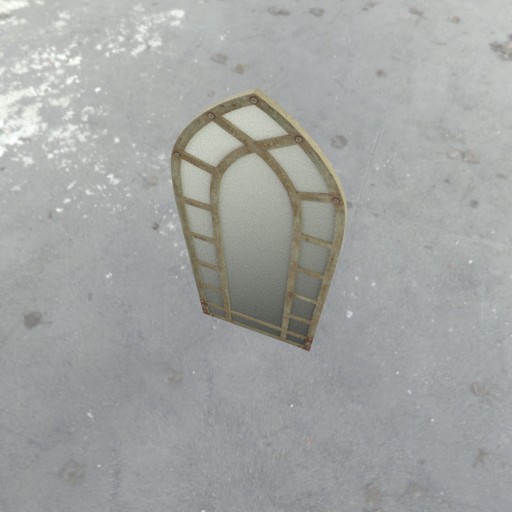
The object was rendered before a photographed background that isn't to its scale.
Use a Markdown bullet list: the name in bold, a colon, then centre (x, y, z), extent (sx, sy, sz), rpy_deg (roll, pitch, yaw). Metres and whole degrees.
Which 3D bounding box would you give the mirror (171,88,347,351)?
- **mirror**: centre (0.000, 0.000, 1.309), extent (0.464, 1.175, 0.025), rpy_deg (18, 61, 10)
